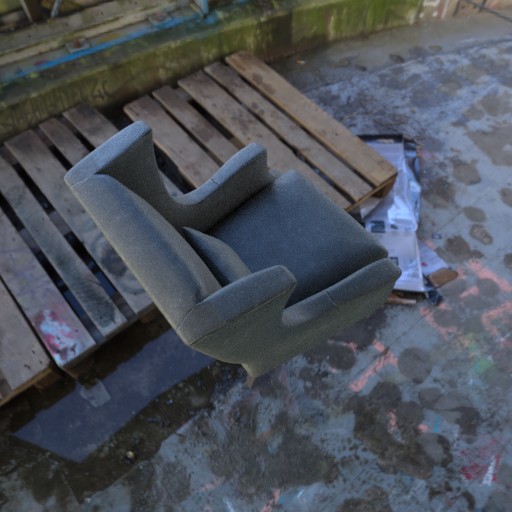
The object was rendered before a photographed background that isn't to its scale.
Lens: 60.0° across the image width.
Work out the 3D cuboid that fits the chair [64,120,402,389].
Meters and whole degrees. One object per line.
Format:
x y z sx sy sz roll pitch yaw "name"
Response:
0.000 0.000 1.710 0.926 1.016 0.853 -34 64 -19 "chair"
